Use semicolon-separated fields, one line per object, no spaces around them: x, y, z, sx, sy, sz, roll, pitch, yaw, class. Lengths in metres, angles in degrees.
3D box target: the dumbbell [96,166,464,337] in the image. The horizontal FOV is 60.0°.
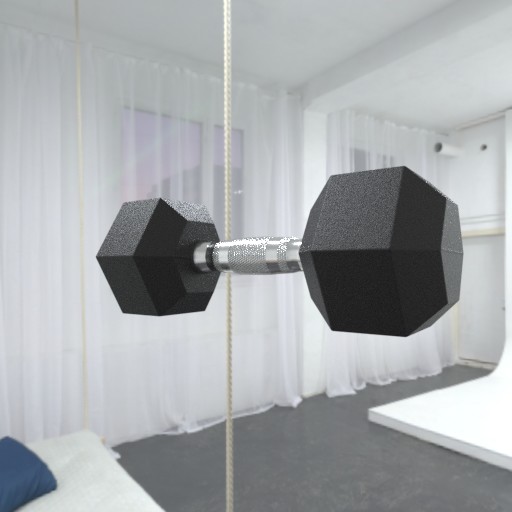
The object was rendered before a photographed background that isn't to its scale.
0.000;0.000;0.431;0.356;0.123;0.141;-1;-2;34;dumbbell
